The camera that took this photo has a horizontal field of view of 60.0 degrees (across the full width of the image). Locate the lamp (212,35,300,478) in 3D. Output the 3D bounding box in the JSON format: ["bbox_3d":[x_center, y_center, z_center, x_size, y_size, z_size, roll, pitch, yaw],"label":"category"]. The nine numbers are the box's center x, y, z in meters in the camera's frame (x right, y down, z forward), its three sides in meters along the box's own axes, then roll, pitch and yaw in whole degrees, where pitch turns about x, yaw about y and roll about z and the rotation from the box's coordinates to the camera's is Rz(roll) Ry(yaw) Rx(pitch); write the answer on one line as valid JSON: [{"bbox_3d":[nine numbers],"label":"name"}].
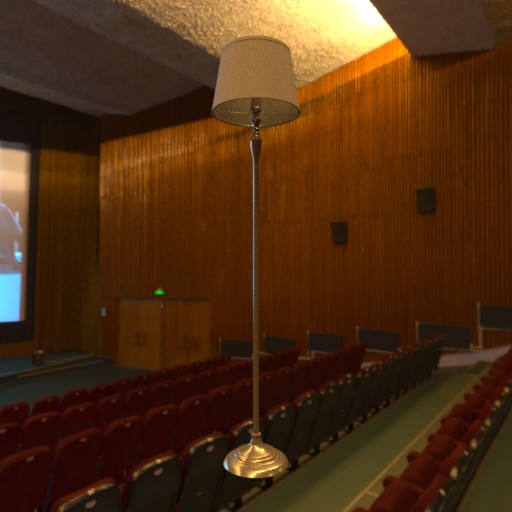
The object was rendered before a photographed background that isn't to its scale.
[{"bbox_3d":[0.000,0.000,1.629,0.327,1.506,0.327,-1,-1,36],"label":"lamp"}]
